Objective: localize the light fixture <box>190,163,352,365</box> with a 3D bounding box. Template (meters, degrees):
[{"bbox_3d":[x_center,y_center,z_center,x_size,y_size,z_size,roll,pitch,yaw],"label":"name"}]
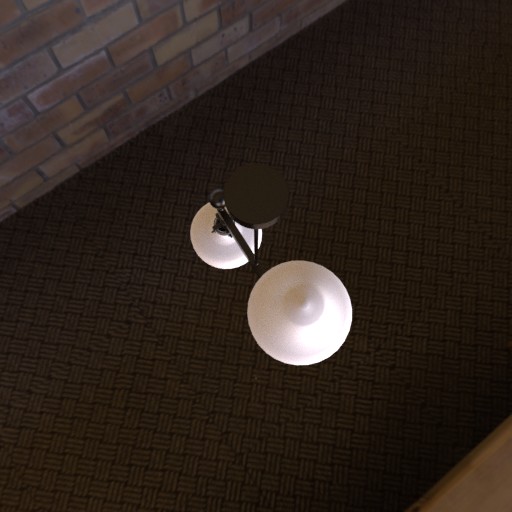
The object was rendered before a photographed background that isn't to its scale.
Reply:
[{"bbox_3d":[0.000,0.000,1.049,0.489,0.743,0.422,20,76,5],"label":"light fixture"}]
